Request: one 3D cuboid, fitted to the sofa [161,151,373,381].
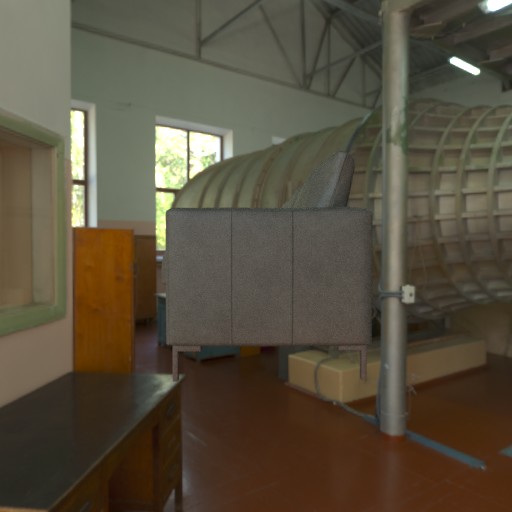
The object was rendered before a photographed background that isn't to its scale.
[{"bbox_3d":[0.000,0.000,2.471,0.748,0.805,2.029,0,1,-1],"label":"sofa"}]
